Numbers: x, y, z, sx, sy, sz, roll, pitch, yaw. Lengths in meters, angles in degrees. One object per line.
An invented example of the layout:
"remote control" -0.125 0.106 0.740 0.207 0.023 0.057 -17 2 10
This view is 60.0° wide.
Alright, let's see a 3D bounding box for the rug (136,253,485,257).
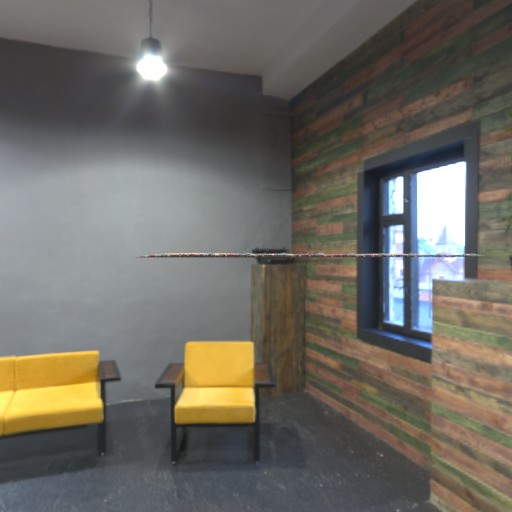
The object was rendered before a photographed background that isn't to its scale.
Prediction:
"rug" 0.000 0.000 2.235 1.084 0.013 1.849 0 0 -18
